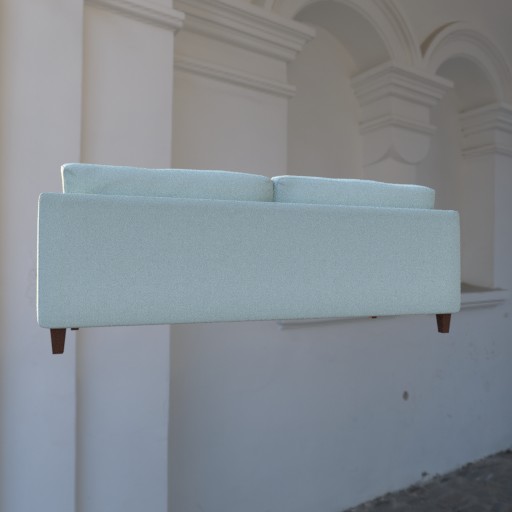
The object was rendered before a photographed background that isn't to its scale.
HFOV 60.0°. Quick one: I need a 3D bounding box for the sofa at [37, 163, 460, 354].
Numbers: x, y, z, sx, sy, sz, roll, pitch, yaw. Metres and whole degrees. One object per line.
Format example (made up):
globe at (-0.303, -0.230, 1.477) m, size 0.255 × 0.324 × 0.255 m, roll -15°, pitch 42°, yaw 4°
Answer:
sofa at (0.000, 0.000, 2.858) m, size 2.434 × 0.965 × 0.948 m, roll 0°, pitch -1°, yaw -17°
